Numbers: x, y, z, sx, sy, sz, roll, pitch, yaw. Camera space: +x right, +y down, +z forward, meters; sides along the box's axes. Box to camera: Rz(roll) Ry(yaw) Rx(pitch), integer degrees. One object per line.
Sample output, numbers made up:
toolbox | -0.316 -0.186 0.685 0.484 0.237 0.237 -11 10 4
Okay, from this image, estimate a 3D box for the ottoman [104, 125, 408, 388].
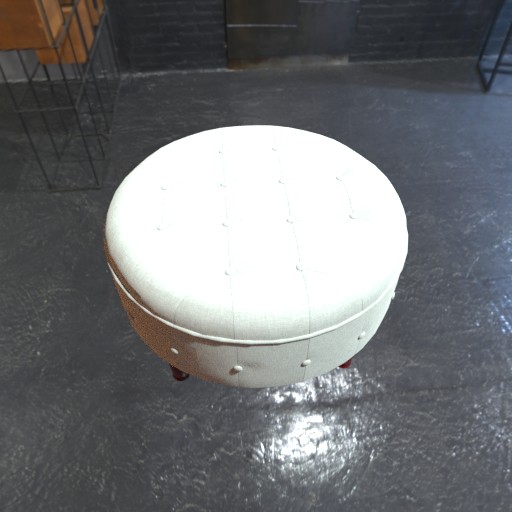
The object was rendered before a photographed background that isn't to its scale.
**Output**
ottoman | 0.000 0.000 1.390 0.850 0.483 0.850 0 46 0
